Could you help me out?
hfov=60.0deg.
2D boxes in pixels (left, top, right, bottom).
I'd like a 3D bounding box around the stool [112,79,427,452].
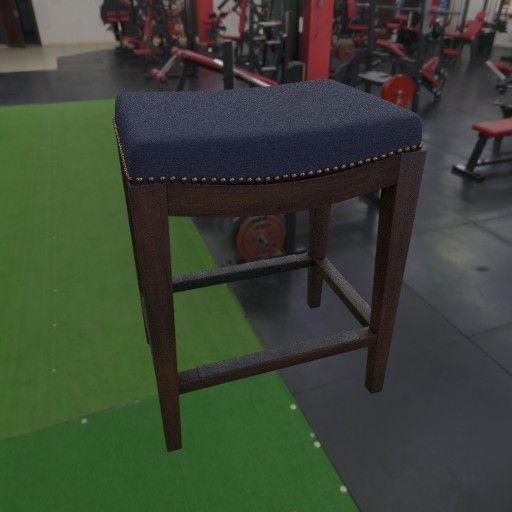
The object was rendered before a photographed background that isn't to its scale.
[{"bbox_3d":[0.000,0.000,0.946,0.500,0.642,0.361,-10,33,-16],"label":"stool"}]
